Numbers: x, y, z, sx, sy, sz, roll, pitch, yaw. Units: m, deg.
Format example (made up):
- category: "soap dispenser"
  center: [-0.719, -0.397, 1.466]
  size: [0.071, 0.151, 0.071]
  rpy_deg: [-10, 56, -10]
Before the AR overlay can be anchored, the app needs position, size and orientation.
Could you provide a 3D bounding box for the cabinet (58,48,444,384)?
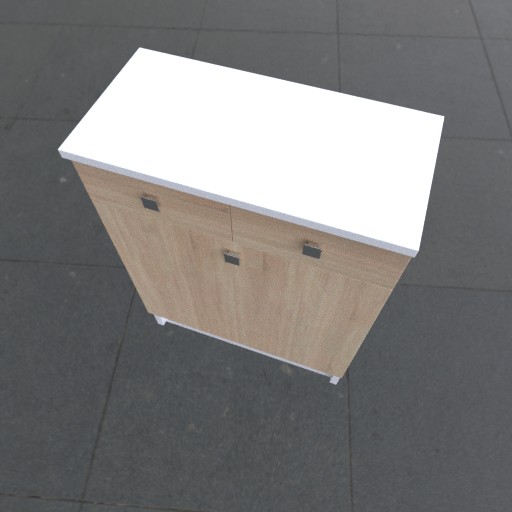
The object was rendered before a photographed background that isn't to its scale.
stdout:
- category: "cabinet"
  center: [0.000, 0.000, 1.107]
  size: [0.600, 0.815, 0.296]
  rpy_deg: [17, 60, 10]
